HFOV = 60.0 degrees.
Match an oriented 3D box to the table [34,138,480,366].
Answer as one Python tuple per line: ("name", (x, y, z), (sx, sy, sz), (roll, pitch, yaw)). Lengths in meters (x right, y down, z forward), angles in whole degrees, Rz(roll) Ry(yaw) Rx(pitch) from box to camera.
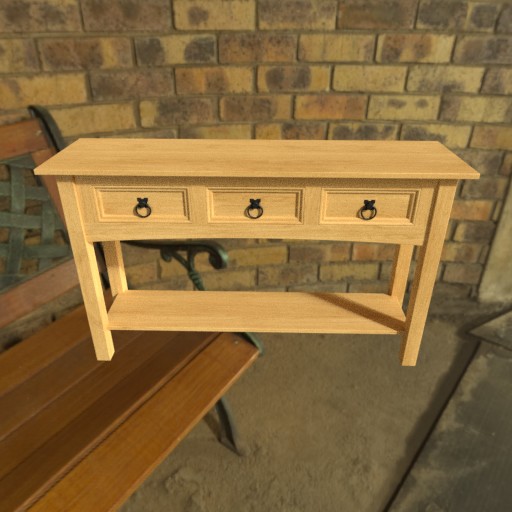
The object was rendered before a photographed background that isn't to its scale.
("table", (0.000, 0.000, 1.558), (1.240, 0.730, 0.350), (1, 29, 1))
